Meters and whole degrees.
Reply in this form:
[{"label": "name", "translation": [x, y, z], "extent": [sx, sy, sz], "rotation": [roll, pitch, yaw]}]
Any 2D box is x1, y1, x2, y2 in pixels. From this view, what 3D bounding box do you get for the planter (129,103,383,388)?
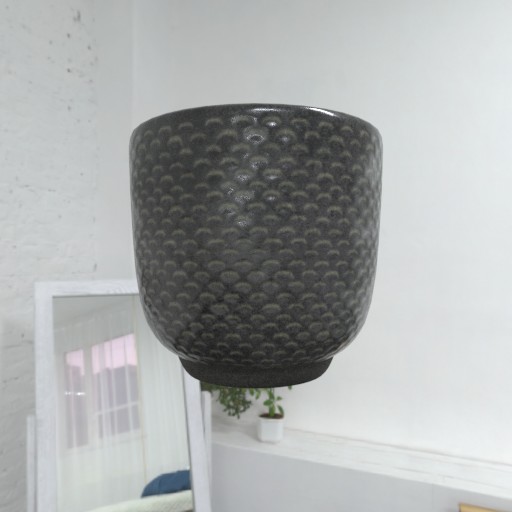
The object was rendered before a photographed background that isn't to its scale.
[{"label": "planter", "translation": [0.000, 0.000, 0.253], "extent": [0.140, 0.129, 0.140], "rotation": [0, 0, 0]}]
